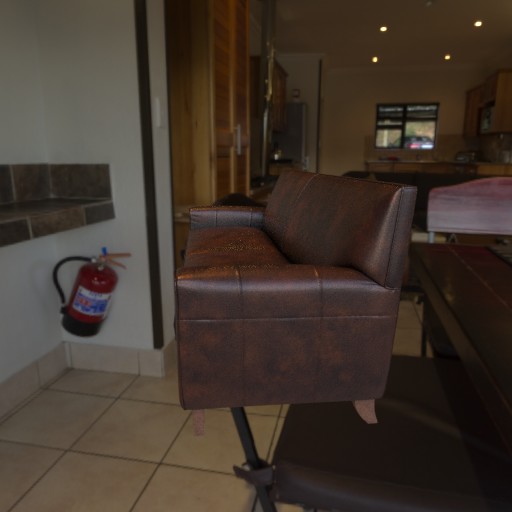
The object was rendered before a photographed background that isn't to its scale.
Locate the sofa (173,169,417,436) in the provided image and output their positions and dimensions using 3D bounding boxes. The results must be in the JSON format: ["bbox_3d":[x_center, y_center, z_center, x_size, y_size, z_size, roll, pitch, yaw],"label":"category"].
[{"bbox_3d":[0.000,0.000,2.389,0.786,0.871,1.995,-1,13,-7],"label":"sofa"}]
